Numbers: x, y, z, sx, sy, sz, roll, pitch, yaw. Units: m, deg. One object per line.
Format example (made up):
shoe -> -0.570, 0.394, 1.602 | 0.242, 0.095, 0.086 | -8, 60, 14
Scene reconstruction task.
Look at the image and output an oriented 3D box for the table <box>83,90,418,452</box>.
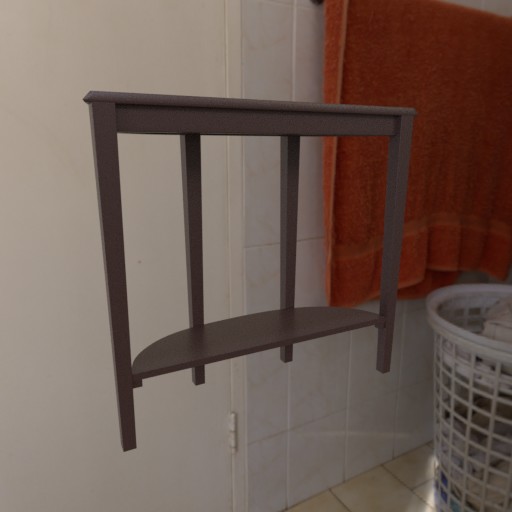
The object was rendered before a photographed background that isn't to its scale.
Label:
table -> 0.000, 0.000, 1.286 | 0.909, 0.831, 0.274 | -7, 16, -27
